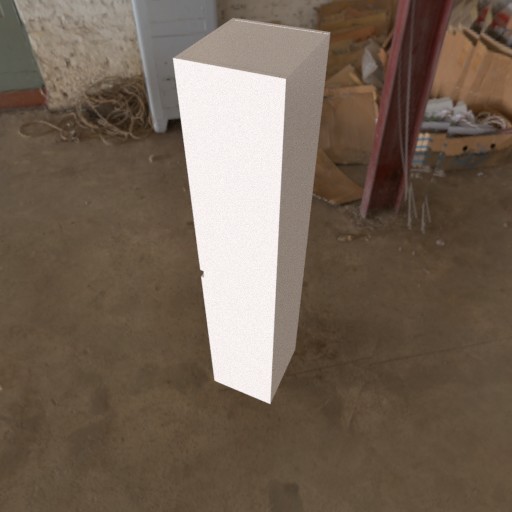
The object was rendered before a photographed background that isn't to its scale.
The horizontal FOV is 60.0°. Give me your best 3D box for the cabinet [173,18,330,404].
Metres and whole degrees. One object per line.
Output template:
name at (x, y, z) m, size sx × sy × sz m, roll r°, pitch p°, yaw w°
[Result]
cabinet at (0.000, 0.000, 1.533) m, size 0.269 × 1.400 × 0.300 m, roll 18°, pitch 48°, yaw 17°
